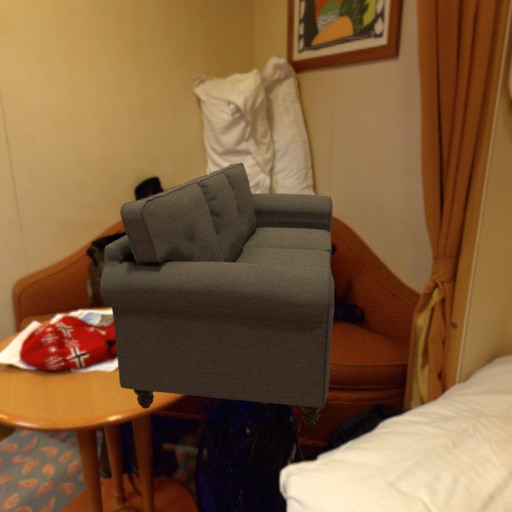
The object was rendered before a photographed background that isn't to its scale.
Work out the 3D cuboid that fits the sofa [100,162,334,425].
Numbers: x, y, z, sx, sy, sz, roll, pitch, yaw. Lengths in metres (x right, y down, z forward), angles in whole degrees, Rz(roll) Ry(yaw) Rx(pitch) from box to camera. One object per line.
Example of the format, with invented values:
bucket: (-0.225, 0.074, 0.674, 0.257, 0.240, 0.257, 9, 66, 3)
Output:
sofa: (0.000, 0.000, 2.672, 0.909, 0.966, 2.084, 3, 16, 9)
